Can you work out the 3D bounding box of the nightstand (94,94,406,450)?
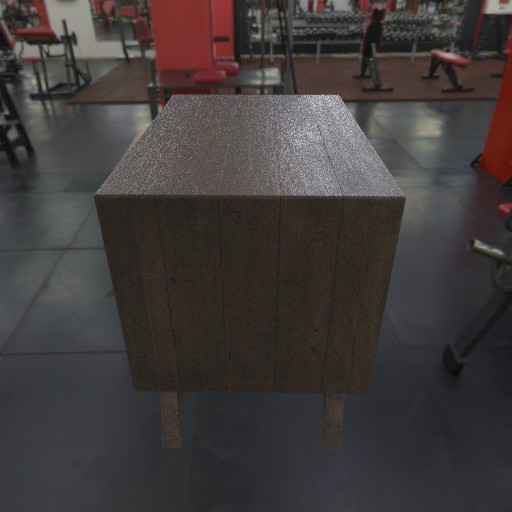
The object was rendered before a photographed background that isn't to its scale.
[{"bbox_3d":[0.000,0.000,1.052,0.450,0.599,0.650,0,32,1],"label":"nightstand"}]
